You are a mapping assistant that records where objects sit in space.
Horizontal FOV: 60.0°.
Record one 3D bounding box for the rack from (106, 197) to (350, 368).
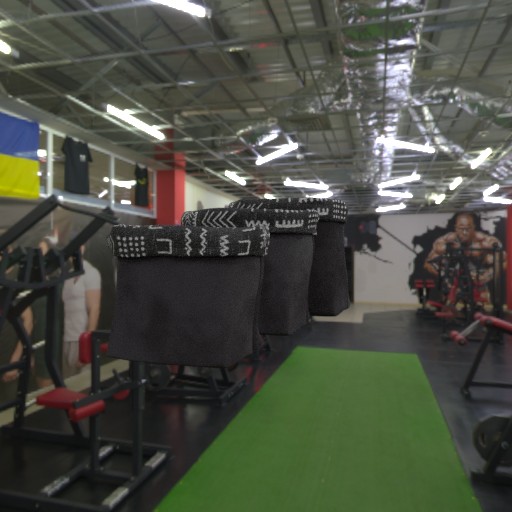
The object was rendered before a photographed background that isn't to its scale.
[{"bbox_3d":[0.000,0.000,1.060,0.379,0.323,0.905,0,0,18],"label":"rack"}]
